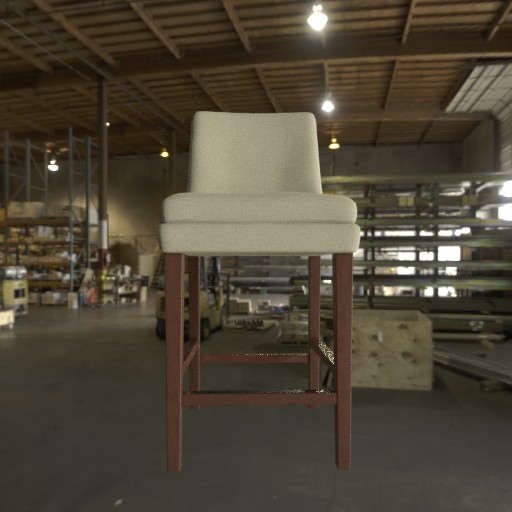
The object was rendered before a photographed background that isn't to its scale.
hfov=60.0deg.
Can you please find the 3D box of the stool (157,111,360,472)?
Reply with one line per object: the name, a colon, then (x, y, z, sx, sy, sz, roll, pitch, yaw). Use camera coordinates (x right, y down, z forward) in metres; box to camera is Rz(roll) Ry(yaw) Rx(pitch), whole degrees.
stool: (0.000, 0.000, 1.268, 0.470, 0.981, 0.577, 0, 0, -2)
